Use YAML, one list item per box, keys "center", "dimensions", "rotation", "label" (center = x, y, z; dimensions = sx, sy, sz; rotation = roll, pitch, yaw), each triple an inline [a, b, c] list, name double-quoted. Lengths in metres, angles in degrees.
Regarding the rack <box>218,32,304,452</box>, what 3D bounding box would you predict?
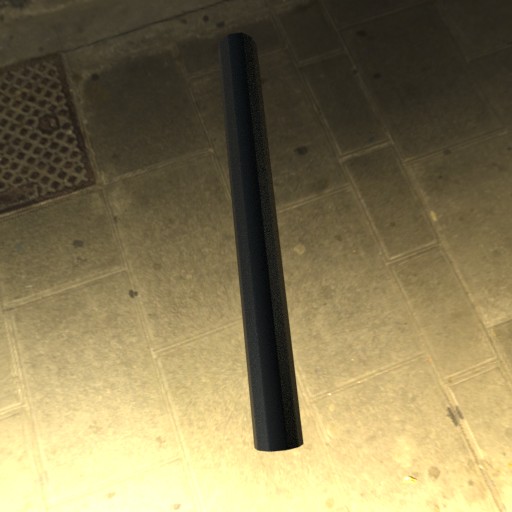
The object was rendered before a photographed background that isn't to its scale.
- center: [0.000, 0.000, 0.452]
  dimensions: [0.041, 0.241, 0.330]
  rotation: [-6, 76, -1]
  label: "rack"
